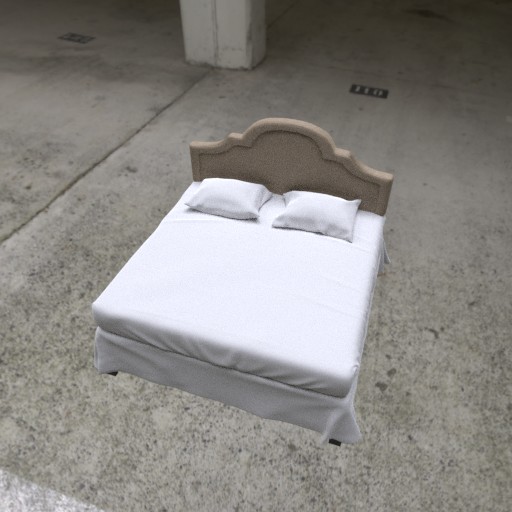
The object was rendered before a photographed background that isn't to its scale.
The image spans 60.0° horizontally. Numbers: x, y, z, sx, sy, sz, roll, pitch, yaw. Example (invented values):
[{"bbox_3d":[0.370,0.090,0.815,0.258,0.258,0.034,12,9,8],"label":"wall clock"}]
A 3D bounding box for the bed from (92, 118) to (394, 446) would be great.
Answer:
[{"bbox_3d":[0.000,0.000,3.765,2.303,1.631,2.222,12,43,14],"label":"bed"}]
